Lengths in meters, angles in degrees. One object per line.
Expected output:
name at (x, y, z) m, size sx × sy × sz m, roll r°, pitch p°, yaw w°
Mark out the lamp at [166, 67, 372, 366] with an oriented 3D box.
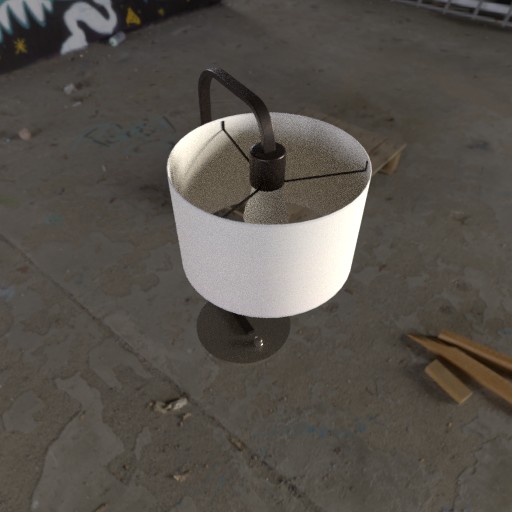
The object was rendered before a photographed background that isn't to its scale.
lamp at (0.000, 0.000, 0.646) m, size 0.230 × 0.473 × 0.288 m, roll -22°, pitch 49°, yaw -21°
